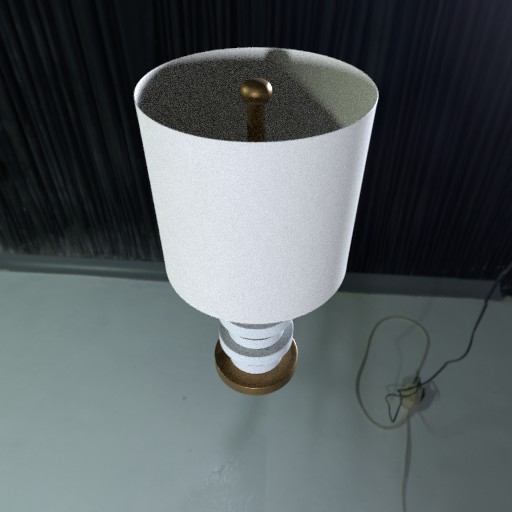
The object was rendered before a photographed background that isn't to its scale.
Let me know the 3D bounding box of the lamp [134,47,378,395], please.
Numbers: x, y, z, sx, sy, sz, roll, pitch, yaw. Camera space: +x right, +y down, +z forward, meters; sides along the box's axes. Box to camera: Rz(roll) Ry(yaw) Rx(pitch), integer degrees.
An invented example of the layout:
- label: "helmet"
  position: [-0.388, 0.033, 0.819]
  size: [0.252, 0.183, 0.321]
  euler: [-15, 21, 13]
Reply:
- label: "lamp"
  position: [0.000, 0.000, 0.521]
  size: [0.210, 0.410, 0.210]
  euler: [0, 42, 0]
